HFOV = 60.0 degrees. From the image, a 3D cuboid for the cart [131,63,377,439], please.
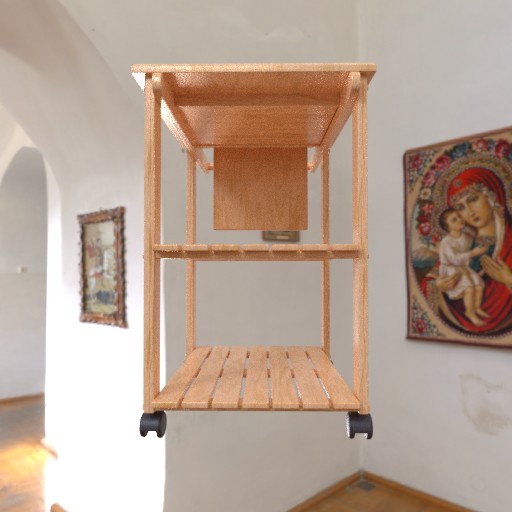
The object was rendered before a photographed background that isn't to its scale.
[{"bbox_3d":[0.000,0.000,1.334,0.520,0.816,0.843,0,-1,1],"label":"cart"}]
